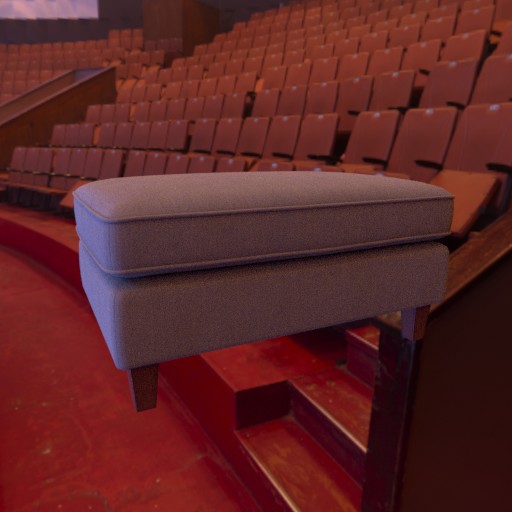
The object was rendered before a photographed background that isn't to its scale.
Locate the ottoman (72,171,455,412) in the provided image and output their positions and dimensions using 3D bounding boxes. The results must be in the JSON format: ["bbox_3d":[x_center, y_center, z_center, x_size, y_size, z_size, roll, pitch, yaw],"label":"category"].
[{"bbox_3d":[0.000,0.000,1.300,0.941,0.480,0.636,-7,15,-26],"label":"ottoman"}]
